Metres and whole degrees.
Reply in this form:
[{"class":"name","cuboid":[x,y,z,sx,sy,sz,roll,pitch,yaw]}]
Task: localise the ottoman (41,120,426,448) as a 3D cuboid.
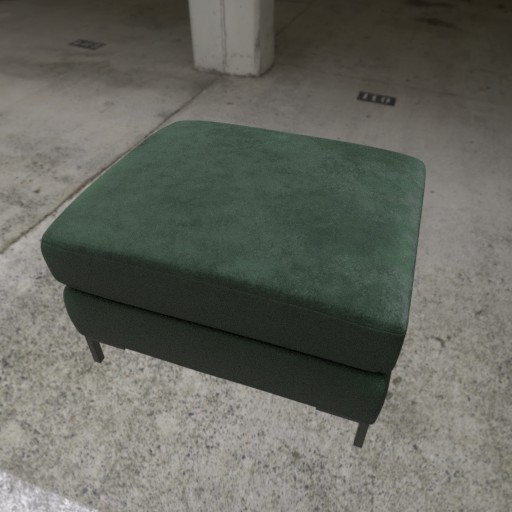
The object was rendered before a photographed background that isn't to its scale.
[{"class":"ottoman","cuboid":[0.000,0.000,1.289,0.839,0.538,0.701,13,42,15]}]
